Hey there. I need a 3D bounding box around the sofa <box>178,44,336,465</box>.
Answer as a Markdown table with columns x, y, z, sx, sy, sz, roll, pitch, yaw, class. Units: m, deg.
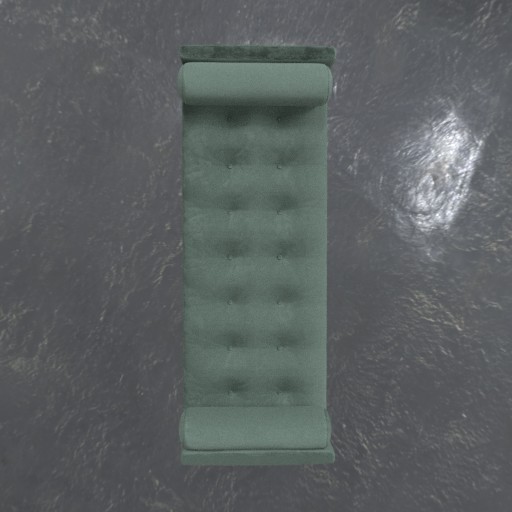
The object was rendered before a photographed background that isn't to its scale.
| x | y | z | sx | sy | sz | roll | pitch | yaw | class |
| --- | --- | --- | --- | --- | --- | --- | --- | --- | --- |
| 0.000 | 0.000 | 2.485 | 0.796 | 0.705 | 2.102 | 0 | 91 | -1 | sofa |
